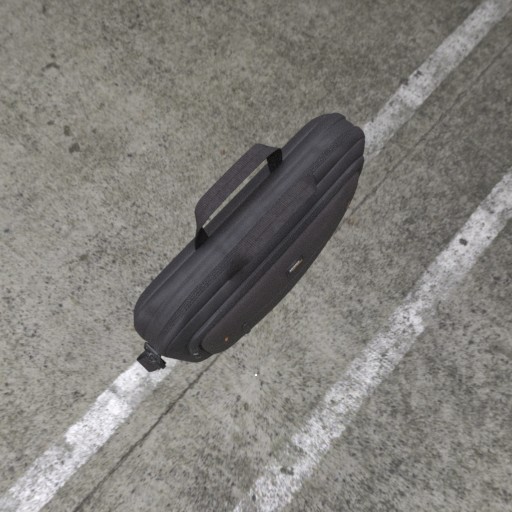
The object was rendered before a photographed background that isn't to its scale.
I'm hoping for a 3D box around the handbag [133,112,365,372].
[{"bbox_3d":[0.000,0.000,0.430,0.089,0.244,0.320,41,79,10],"label":"handbag"}]
